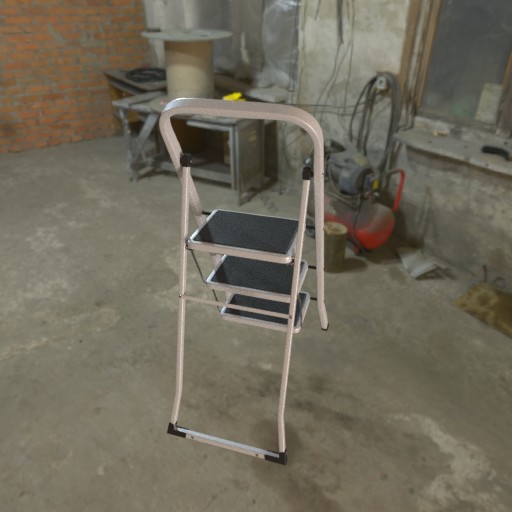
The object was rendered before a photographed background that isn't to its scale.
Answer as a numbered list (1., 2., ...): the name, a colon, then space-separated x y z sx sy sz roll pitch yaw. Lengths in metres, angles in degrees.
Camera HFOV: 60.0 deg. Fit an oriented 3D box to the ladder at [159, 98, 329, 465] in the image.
1. ladder: 0.000 0.000 1.447 0.460 1.050 0.711 9 32 14
